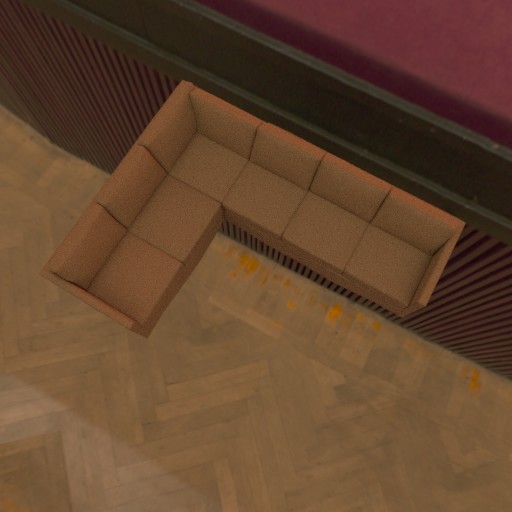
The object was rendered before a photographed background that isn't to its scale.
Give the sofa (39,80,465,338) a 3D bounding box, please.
[{"bbox_3d":[0.000,0.000,4.331,3.182,0.871,2.432,29,76,8],"label":"sofa"}]
